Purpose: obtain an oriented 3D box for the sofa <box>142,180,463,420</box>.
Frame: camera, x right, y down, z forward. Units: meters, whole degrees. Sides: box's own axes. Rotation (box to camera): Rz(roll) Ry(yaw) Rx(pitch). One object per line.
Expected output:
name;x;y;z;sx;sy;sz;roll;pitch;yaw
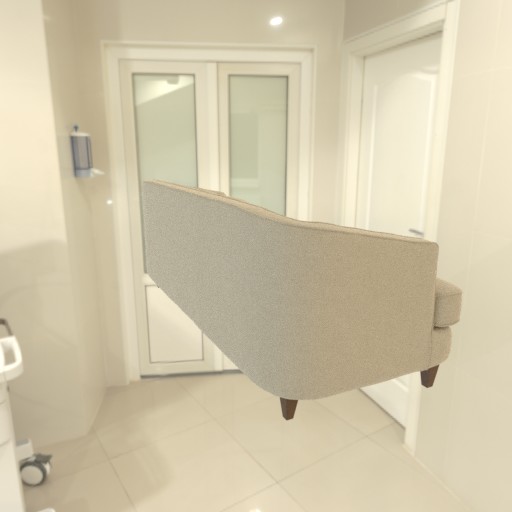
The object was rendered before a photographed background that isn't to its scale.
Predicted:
sofa;0.000;0.000;2.708;0.941;0.855;2.278;-7;16;-26
